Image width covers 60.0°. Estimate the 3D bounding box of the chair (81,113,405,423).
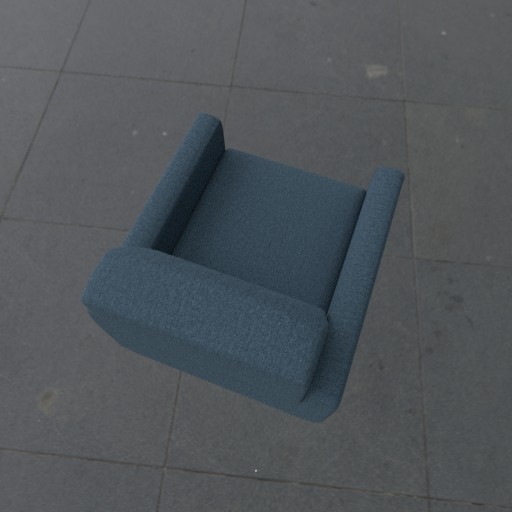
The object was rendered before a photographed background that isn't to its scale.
[{"bbox_3d":[0.000,0.000,1.689,0.880,0.940,0.964,19,66,9],"label":"chair"}]
